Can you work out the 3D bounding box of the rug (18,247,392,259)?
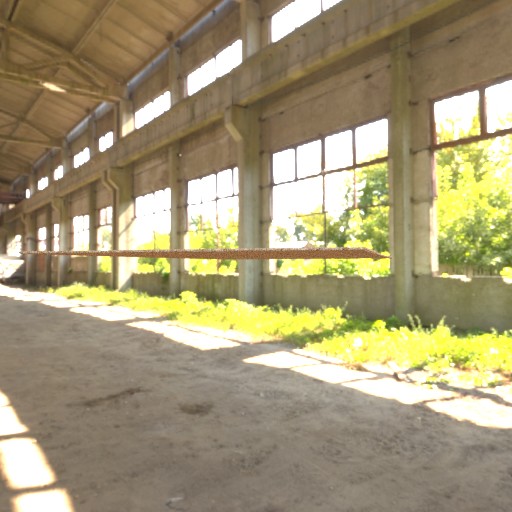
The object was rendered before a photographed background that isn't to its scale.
[{"bbox_3d":[0.000,0.000,2.748,1.566,0.013,2.141,0,-1,19],"label":"rug"}]
